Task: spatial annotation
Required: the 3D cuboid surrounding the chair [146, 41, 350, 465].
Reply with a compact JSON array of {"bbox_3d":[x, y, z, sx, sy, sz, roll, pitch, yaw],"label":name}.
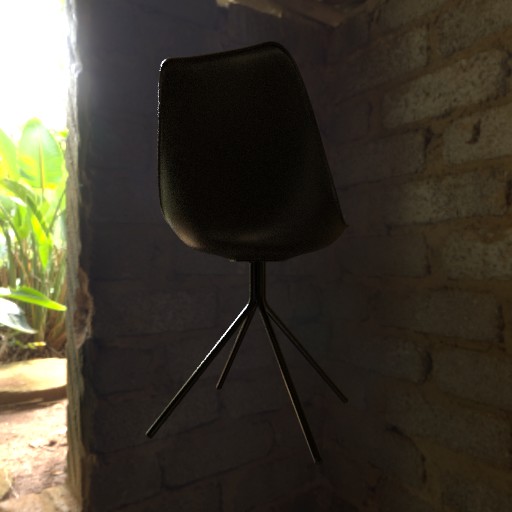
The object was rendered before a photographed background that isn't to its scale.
[{"bbox_3d":[0.000,0.000,1.142,0.461,0.850,0.525,0,0,19],"label":"chair"}]
